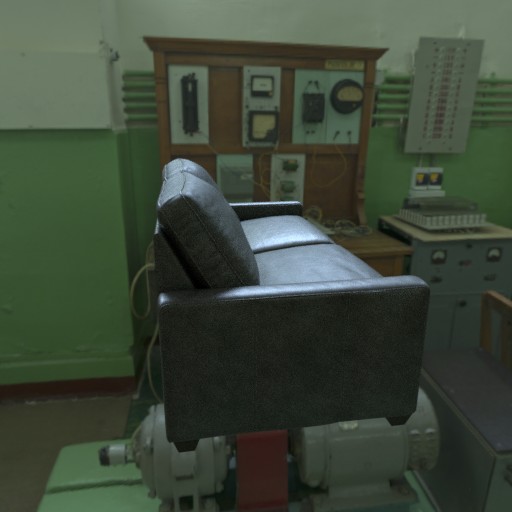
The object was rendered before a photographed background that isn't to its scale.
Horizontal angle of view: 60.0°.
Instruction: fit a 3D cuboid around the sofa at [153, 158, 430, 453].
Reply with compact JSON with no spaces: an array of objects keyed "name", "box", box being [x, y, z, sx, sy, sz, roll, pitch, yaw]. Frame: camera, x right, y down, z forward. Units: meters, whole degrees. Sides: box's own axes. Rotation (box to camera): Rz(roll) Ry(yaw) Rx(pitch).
[{"name":"sofa","box":[0.000,0.000,2.286,0.939,0.916,1.732,-3,17,-10]}]
